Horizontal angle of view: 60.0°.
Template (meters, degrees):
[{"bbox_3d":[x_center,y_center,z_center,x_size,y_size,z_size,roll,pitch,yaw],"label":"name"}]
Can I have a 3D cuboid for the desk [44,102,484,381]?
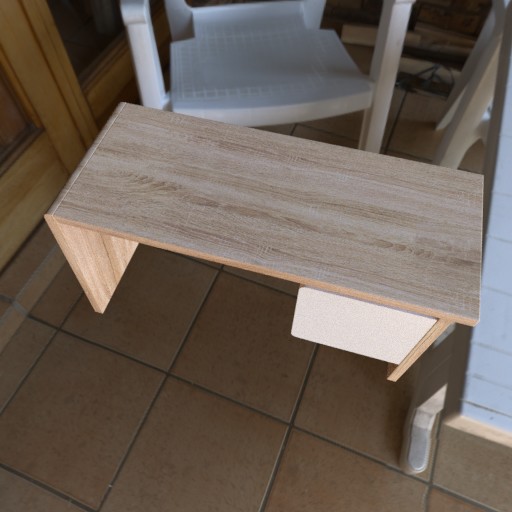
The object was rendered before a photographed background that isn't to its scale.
[{"bbox_3d":[0.000,0.000,1.637,1.300,0.750,0.500,14,59,8],"label":"desk"}]
